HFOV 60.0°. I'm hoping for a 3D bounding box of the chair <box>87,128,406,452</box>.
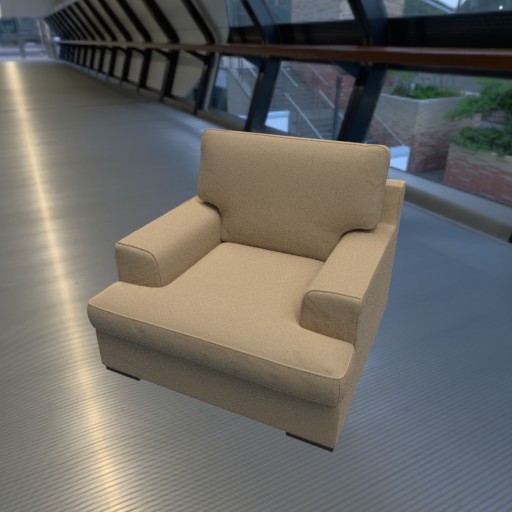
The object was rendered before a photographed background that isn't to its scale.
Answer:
[{"bbox_3d":[0.000,0.000,2.138,1.293,1.005,1.274,8,28,15],"label":"chair"}]
